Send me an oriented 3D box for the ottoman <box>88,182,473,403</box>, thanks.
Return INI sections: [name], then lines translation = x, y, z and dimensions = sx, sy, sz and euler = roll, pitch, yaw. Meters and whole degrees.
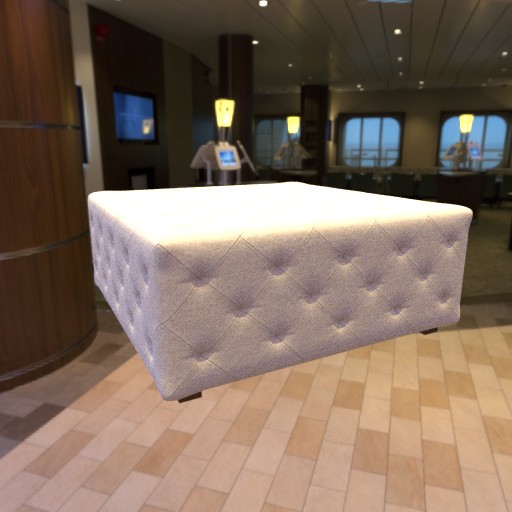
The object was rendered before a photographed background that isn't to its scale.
[ottoman]
translation = 0.000, 0.000, 1.648
dimensions = 1.028, 0.439, 1.028
euler = -8, 16, -27
